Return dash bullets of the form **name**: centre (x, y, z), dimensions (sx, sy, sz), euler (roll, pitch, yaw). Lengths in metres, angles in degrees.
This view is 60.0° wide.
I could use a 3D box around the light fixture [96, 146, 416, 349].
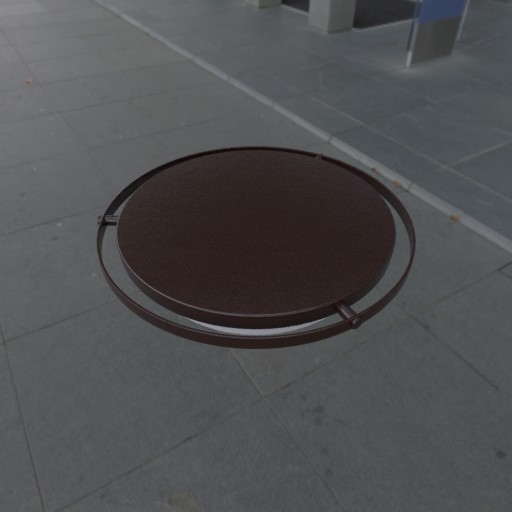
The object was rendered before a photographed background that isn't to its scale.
- **light fixture**: centre (0.000, 0.000, 0.557), dimensions (0.361, 0.130, 0.361), euler (0, 40, 0)
